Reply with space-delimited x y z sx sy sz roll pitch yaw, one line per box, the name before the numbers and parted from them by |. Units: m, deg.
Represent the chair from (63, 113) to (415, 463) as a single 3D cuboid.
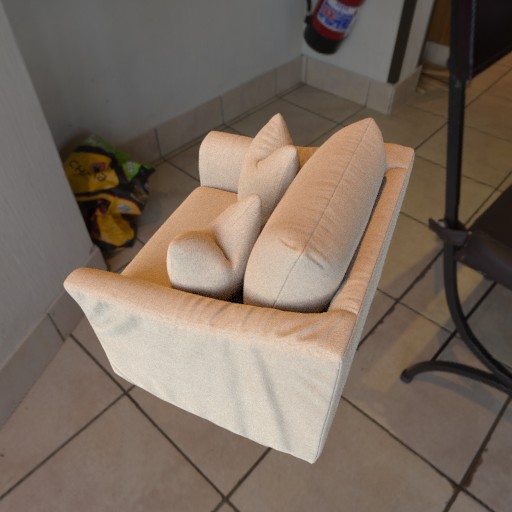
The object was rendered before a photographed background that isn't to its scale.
chair | 0.000 0.000 1.996 1.071 1.093 1.194 18 49 16
